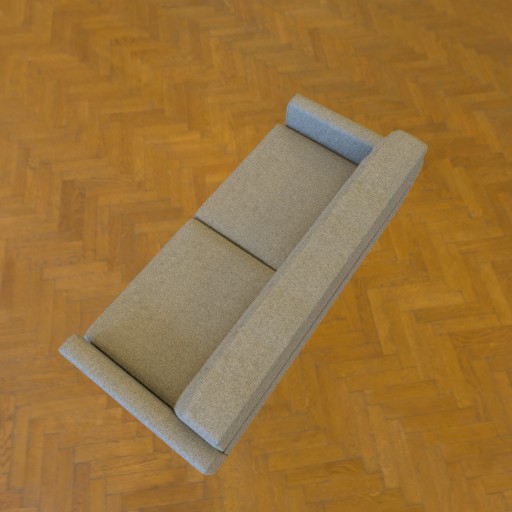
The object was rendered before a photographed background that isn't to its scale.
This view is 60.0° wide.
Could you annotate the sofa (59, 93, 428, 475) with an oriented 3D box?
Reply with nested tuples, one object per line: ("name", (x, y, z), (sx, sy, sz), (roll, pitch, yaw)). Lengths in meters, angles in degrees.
("sofa", (0.000, 0.000, 2.500), (0.968, 0.873, 2.055), (33, 69, 15))
